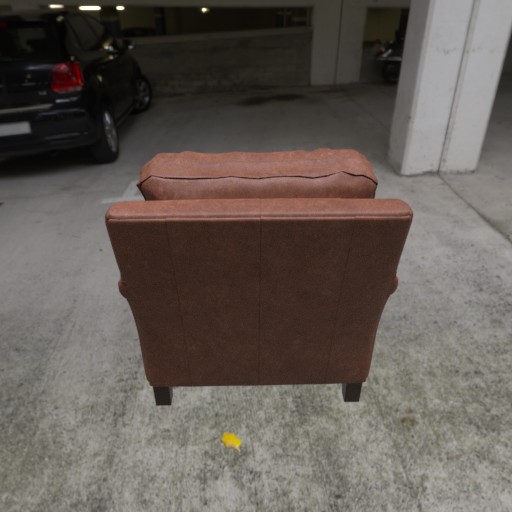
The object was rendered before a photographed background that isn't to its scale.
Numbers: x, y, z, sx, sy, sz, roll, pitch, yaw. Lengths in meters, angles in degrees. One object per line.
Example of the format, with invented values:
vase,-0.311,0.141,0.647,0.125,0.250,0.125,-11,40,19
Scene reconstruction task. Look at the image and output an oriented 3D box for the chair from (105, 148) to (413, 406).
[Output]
chair,0.000,0.000,1.976,0.986,1.055,1.158,-1,30,-1
